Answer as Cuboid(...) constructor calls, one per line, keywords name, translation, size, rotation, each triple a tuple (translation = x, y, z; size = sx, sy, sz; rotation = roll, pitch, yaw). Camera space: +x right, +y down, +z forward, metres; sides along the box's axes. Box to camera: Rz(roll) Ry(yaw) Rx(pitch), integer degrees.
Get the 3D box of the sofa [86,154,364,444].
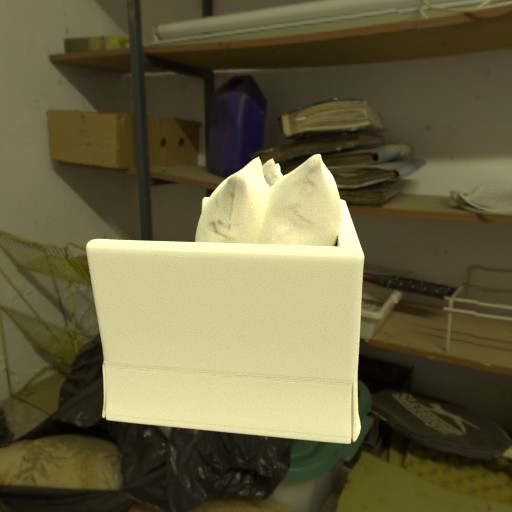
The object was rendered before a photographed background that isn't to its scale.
Cuboid(name="sofa", translation=(0.000, 0.000, 2.304), size=(1.026, 1.039, 1.608), rotation=(2, 13, 9))
